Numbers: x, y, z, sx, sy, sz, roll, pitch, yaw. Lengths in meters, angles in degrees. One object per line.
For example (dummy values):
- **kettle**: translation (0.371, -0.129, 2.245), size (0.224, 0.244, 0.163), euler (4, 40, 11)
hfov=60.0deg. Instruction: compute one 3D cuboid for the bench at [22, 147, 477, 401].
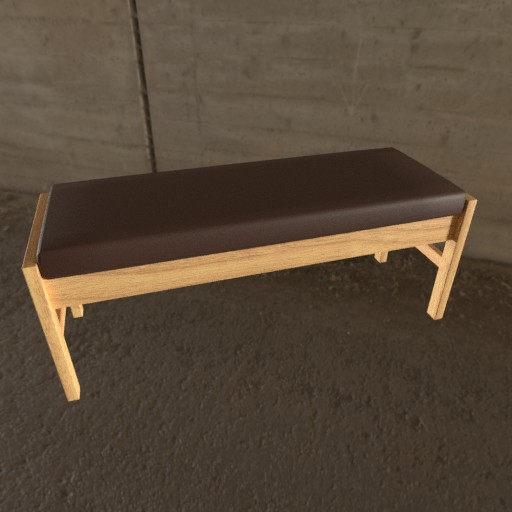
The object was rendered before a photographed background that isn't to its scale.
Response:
- **bench**: translation (0.000, 0.000, 1.394), size (1.200, 0.480, 0.405), euler (-9, 34, -14)
